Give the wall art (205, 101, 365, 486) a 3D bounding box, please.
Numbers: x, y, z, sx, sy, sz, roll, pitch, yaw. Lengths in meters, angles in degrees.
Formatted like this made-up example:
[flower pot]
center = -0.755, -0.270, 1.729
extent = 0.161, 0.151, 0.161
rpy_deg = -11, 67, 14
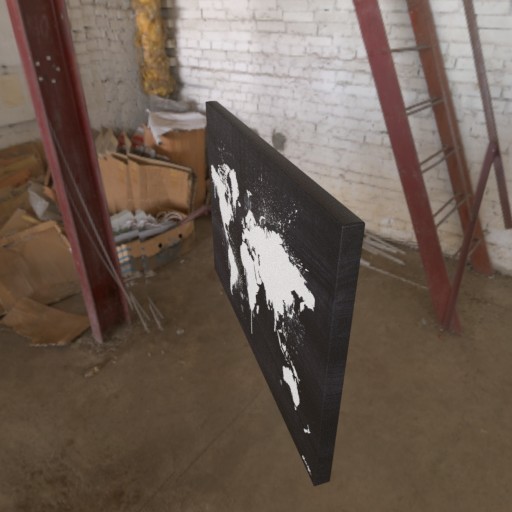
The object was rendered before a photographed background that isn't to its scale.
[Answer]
[wall art]
center = 0.000, 0.000, 1.156
extent = 0.038, 0.612, 0.912
rpy_deg = -9, 31, -15
